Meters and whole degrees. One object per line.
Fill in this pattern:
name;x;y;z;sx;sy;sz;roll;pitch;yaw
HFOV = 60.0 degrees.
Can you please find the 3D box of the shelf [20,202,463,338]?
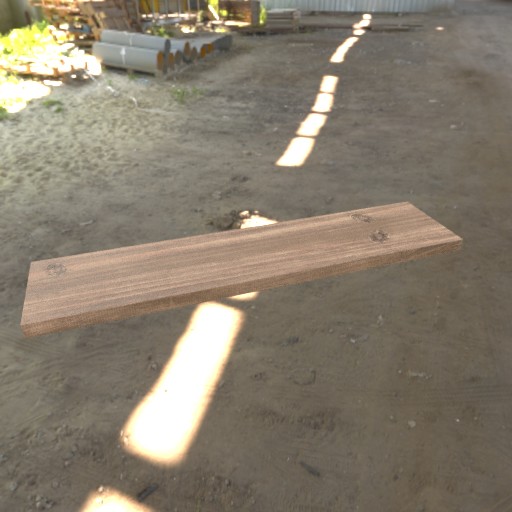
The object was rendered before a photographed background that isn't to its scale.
shelf;0.000;0.000;0.645;0.610;0.020;0.140;-10;34;-16
